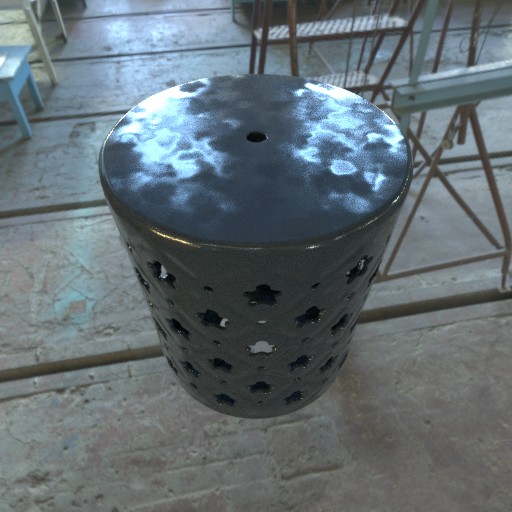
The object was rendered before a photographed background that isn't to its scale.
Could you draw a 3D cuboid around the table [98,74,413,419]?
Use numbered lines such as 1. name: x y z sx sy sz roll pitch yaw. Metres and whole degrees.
1. table: 0.000 0.000 0.636 0.352 0.387 0.352 0 46 0
